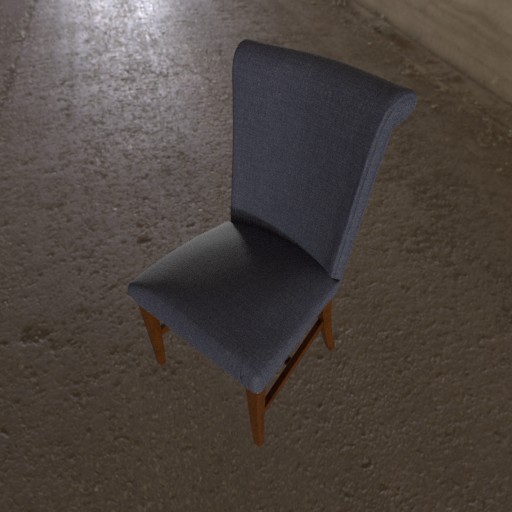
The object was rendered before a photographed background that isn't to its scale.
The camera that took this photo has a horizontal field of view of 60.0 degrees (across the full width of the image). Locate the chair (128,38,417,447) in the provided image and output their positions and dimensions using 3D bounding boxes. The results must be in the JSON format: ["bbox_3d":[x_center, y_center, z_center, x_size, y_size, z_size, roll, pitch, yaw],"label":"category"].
[{"bbox_3d":[0.000,0.000,1.313,0.513,0.988,0.608,30,53,26],"label":"chair"}]
